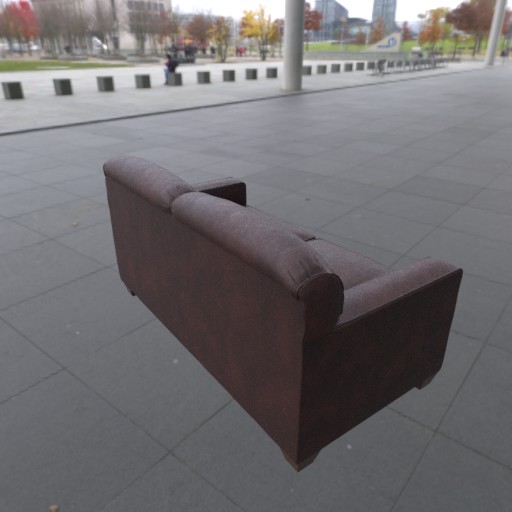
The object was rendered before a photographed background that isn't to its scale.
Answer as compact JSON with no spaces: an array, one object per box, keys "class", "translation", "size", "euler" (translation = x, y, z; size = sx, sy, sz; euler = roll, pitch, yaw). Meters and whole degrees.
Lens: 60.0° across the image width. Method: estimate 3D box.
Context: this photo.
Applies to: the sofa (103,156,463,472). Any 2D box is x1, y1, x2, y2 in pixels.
[{"class":"sofa","translation":[0.000,0.000,2.428],"size":[1.000,0.966,1.856],"euler":[-17,30,-32]}]
